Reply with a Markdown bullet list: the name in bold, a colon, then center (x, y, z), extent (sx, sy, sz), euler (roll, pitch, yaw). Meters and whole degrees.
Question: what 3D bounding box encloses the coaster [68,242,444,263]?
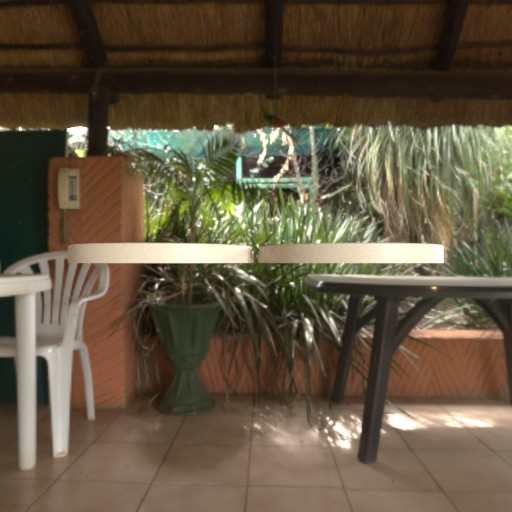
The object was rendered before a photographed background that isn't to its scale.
- **coaster**: center (0.000, 0.000, 0.328), extent (0.220, 0.010, 0.224), euler (0, -1, 0)
